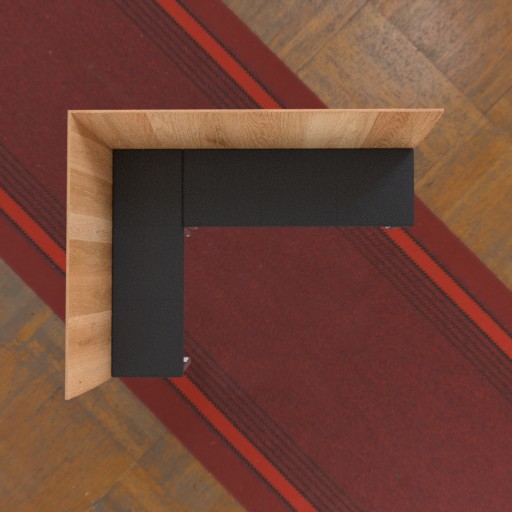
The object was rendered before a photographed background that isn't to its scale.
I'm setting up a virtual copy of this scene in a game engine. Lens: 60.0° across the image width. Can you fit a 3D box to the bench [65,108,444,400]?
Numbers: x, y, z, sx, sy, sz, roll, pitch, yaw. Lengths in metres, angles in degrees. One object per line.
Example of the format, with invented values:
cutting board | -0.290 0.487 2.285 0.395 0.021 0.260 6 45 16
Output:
bench | 0.000 0.000 2.737 1.945 0.930 1.495 0 89 1
